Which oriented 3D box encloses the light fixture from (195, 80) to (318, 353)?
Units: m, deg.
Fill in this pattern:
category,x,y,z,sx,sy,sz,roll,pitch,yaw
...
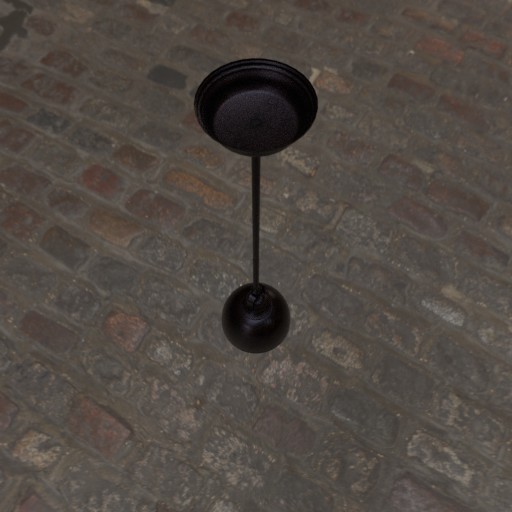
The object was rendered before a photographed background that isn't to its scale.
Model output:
category,x,y,z,sx,sy,sz,roll,pitch,yaw
light fixture,0.000,0.000,0.830,0.182,0.768,0.182,28,67,13
